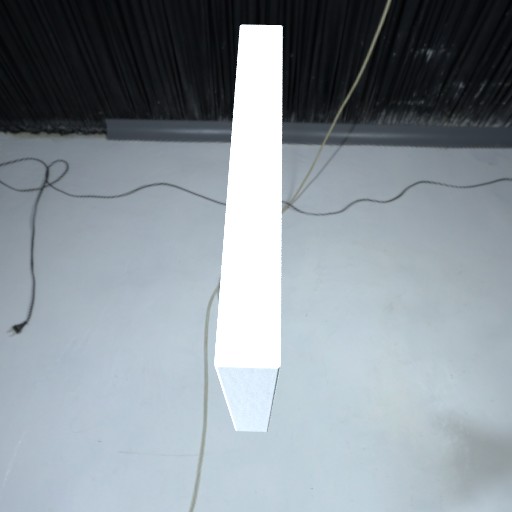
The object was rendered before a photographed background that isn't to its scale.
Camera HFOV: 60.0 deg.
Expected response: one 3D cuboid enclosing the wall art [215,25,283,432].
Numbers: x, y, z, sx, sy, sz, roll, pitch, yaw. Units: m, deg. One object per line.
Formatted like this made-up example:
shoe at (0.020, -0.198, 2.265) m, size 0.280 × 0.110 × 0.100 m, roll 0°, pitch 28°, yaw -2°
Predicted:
wall art at (0.000, 0.000, 0.457) m, size 0.038 × 0.305 × 0.305 m, roll 2°, pitch 62°, yaw 1°
